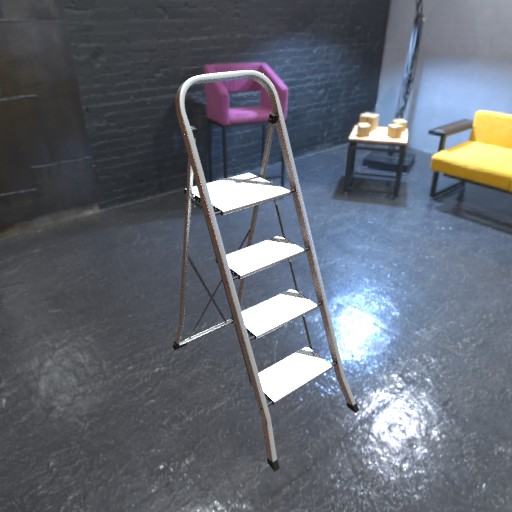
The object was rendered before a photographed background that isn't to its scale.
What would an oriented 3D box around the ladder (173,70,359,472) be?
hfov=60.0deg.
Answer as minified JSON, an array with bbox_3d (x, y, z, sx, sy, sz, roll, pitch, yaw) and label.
[{"bbox_3d":[0.000,0.000,1.716,0.465,1.290,0.830,-21,36,-32],"label":"ladder"}]
